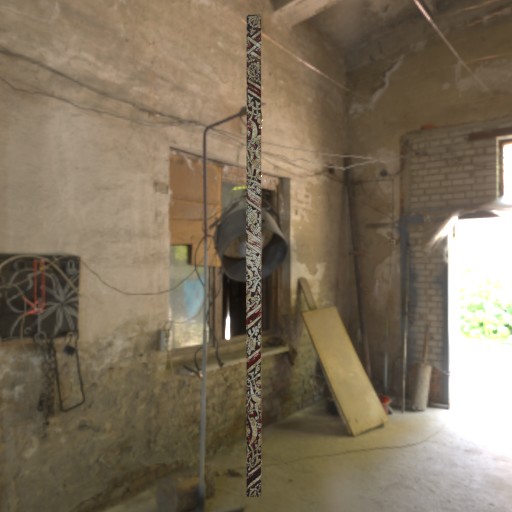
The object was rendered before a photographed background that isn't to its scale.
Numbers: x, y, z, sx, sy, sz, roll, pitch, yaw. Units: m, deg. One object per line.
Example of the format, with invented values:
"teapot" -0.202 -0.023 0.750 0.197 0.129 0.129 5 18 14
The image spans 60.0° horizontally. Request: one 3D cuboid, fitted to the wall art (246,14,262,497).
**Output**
"wall art" 0.000 0.000 1.131 0.030 0.904 0.599 0 0 1
